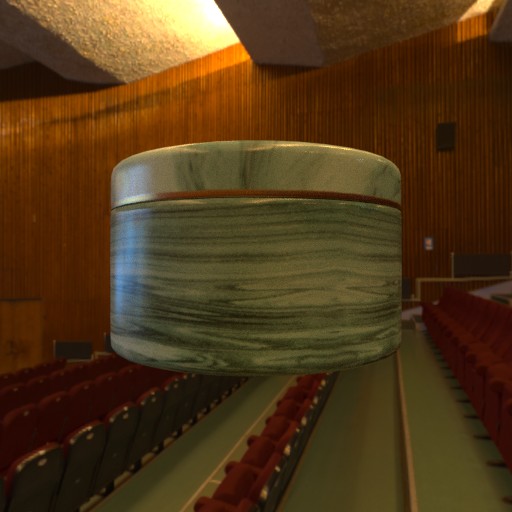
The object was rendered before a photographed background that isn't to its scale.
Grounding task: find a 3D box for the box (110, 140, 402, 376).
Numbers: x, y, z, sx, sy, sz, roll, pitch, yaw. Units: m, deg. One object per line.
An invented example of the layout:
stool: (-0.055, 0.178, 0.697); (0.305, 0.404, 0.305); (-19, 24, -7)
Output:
box: (0.000, 0.000, 0.162); (0.101, 0.063, 0.101); (0, 0, 0)
